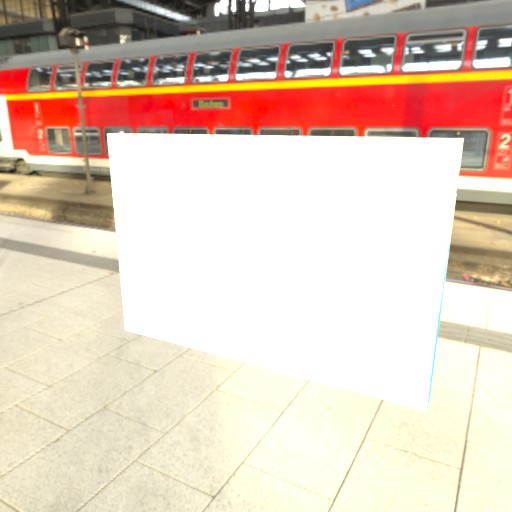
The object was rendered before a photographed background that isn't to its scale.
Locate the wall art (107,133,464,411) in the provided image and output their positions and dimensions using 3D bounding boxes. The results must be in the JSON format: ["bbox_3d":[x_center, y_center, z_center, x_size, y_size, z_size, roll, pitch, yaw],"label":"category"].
[{"bbox_3d":[0.000,0.000,1.133,0.894,0.595,0.057,8,19,26],"label":"wall art"}]
